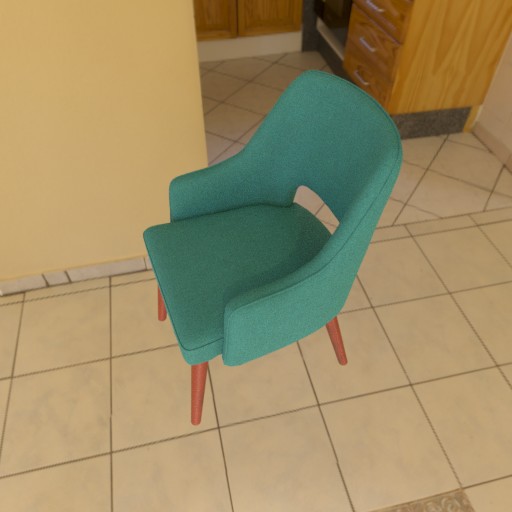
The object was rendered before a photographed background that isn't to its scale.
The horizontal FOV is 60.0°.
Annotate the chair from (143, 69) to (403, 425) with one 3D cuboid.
[{"bbox_3d":[0.000,0.000,1.264,0.605,0.849,0.548,-17,49,-15],"label":"chair"}]
